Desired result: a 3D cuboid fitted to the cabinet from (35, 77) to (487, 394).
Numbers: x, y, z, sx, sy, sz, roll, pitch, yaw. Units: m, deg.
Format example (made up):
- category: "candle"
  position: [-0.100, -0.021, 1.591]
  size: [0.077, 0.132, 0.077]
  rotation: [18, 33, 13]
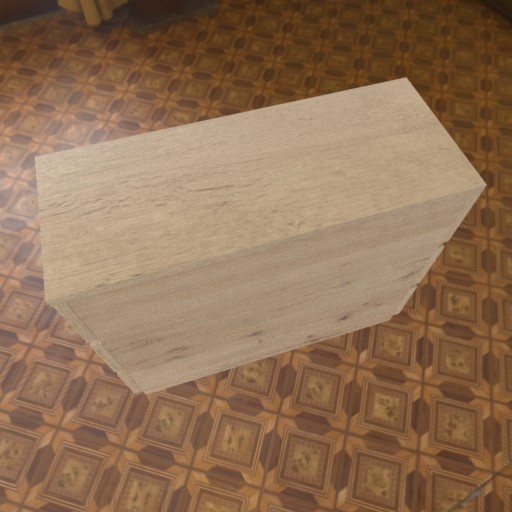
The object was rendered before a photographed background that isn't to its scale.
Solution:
- category: "cabinet"
  position: [0.000, 0.000, 1.447]
  size: [1.040, 0.820, 0.420]
  rotation: [-15, 60, -9]
